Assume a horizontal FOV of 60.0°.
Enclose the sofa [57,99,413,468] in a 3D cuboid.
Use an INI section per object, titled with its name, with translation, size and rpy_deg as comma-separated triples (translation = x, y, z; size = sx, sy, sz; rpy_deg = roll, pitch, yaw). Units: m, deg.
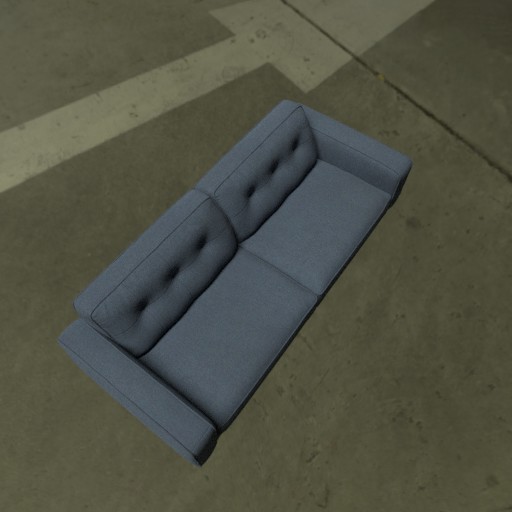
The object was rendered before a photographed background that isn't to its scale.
[sofa]
translation = 0.000, 0.000, 2.754
size = 0.953, 0.782, 2.270
rpy_deg = 33, 64, 18
